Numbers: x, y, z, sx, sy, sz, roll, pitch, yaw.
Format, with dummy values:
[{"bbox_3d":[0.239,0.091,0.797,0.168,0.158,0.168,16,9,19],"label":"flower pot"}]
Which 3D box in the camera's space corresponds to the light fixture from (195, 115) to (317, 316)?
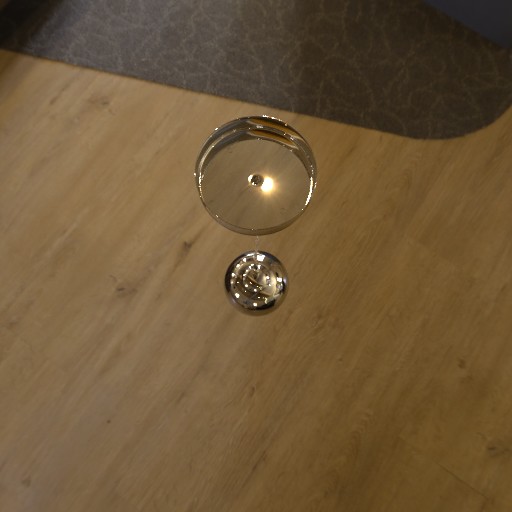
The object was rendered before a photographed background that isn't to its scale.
[{"bbox_3d":[0.000,0.000,1.646,0.336,1.538,0.336,-38,80,-8],"label":"light fixture"}]
